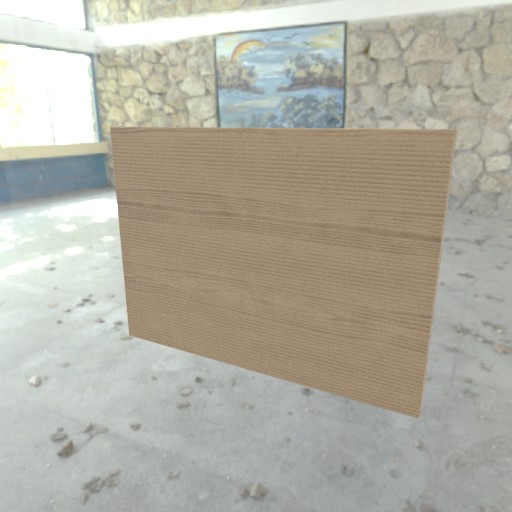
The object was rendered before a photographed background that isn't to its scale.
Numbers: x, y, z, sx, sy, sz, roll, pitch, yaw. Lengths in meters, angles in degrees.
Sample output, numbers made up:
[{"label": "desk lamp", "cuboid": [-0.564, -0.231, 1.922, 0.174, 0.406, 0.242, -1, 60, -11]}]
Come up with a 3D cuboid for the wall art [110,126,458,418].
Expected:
[{"label": "wall art", "cuboid": [0.000, 0.000, 1.096, 0.841, 0.609, 0.063, 9, 19, 27]}]
